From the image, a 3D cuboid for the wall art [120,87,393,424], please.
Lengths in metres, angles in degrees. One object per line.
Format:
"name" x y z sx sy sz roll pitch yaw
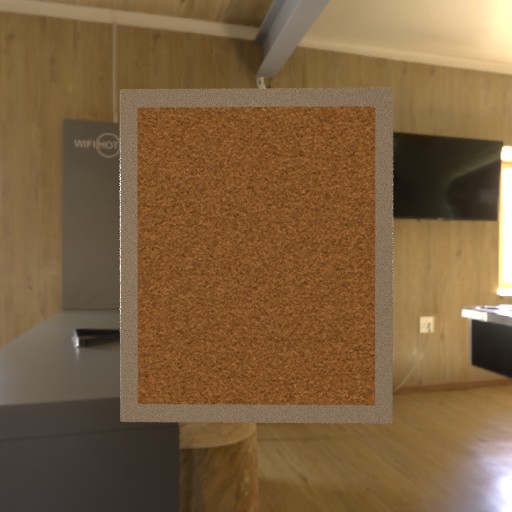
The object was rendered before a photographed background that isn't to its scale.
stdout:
"wall art" 0.000 0.000 0.750 0.454 0.556 0.028 0 0 1
